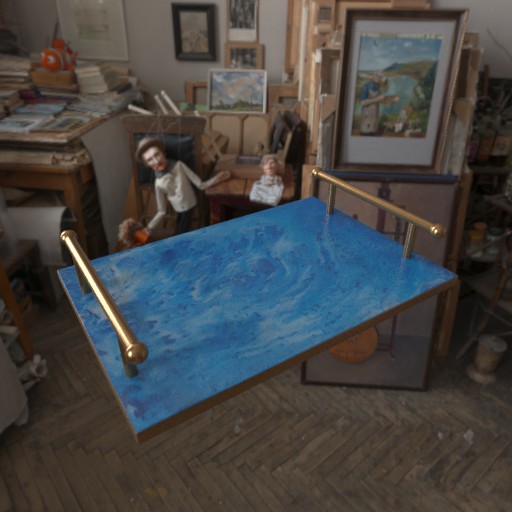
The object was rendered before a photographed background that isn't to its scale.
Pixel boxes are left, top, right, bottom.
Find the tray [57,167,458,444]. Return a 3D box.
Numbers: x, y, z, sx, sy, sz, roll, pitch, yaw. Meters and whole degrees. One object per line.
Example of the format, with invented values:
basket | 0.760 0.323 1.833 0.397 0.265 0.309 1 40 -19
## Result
tray | 0.000 0.000 0.578 0.444 0.084 0.304 -19 37 -28
